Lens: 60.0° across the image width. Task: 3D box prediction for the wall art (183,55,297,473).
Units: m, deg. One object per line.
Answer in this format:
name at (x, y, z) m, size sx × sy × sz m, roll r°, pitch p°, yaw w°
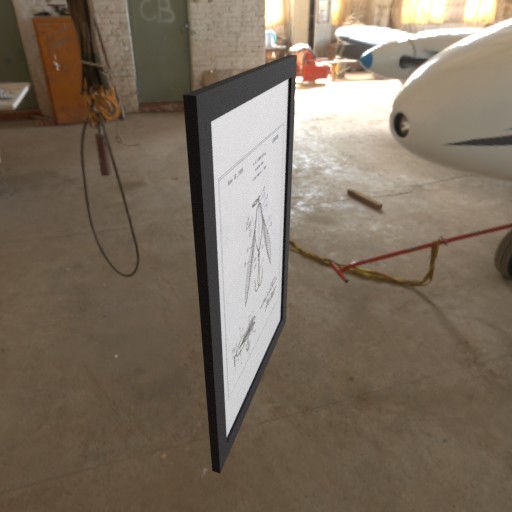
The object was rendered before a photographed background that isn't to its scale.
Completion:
wall art at (0.000, 0.000, 0.683) m, size 0.013 × 0.534 × 0.380 m, roll 9°, pitch 31°, yaw 16°
